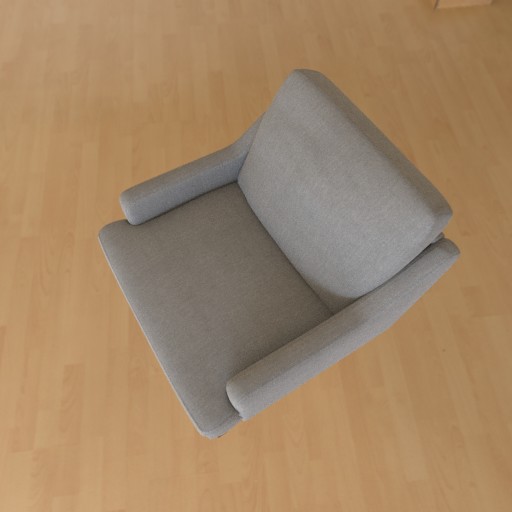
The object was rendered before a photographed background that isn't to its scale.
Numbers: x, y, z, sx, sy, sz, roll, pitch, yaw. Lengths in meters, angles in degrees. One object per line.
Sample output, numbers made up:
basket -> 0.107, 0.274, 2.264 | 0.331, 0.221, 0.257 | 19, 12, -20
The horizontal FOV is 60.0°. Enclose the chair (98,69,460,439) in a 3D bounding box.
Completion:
chair -> 0.000, 0.000, 1.509 | 0.892, 0.821, 0.826 | -29, 67, -14
